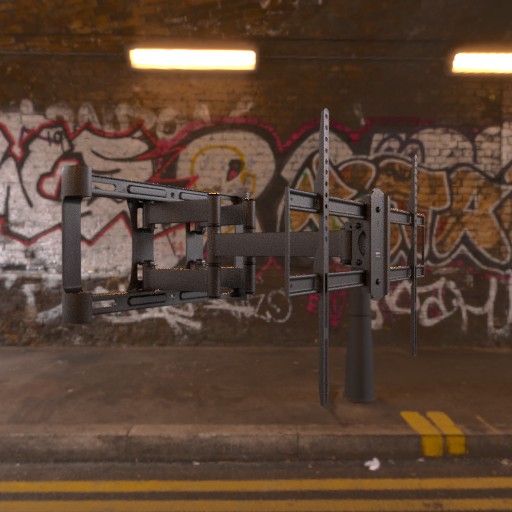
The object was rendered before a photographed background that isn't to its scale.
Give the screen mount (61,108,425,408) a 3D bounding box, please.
[{"bbox_3d":[0.000,0.000,1.098,0.644,0.491,0.661,1,1,38],"label":"screen mount"}]
